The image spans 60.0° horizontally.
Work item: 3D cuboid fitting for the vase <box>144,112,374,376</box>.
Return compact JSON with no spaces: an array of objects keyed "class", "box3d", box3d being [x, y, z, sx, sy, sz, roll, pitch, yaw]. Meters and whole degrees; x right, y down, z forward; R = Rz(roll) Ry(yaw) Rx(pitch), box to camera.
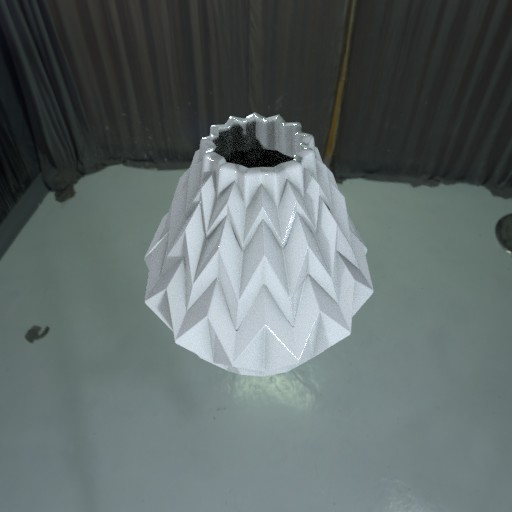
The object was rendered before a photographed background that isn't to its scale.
[{"class":"vase","box3d":[0.000,0.000,0.312,0.164,0.185,0.164,0,46,0]}]
